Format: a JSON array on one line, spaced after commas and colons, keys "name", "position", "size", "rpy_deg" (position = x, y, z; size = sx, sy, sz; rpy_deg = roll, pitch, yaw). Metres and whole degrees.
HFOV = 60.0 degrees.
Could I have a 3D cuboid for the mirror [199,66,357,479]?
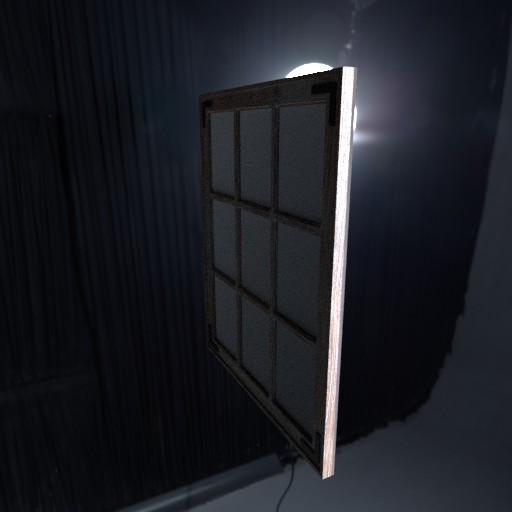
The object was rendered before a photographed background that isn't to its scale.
[{"name": "mirror", "position": [0.000, 0.000, 1.220], "size": [0.032, 0.882, 0.730], "rpy_deg": [-8, 18, -26]}]
